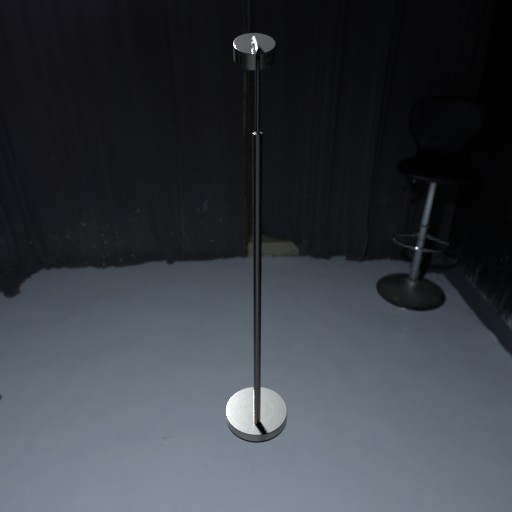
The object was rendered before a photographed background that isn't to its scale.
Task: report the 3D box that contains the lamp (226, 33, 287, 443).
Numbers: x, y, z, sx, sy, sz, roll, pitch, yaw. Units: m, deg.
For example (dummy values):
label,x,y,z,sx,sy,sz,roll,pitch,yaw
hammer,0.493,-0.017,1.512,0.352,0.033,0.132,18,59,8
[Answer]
label,x,y,z,sx,sy,sz,roll,pitch,yaw
lamp,0.000,0.000,1.411,0.222,1.250,0.421,-1,30,-1
